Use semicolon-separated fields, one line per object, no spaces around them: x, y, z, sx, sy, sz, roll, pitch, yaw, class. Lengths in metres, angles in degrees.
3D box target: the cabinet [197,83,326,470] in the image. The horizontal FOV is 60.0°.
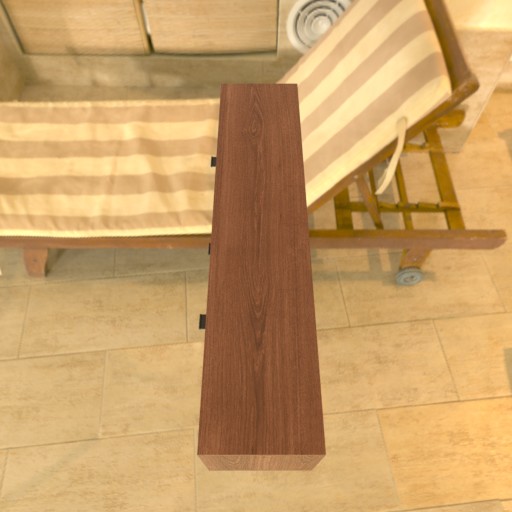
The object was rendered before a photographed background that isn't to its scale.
0.000;0.000;1.914;0.400;0.500;1.650;0;58;0;cabinet
